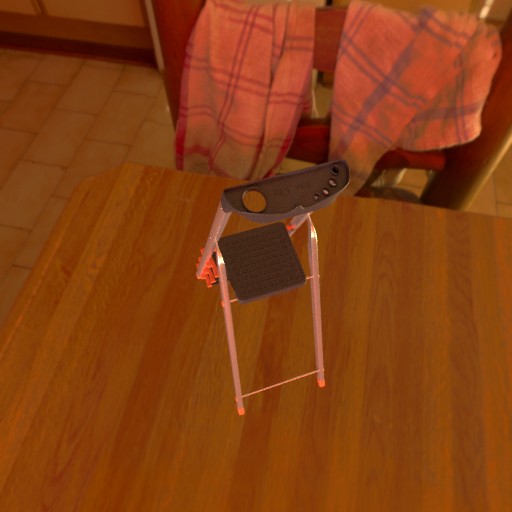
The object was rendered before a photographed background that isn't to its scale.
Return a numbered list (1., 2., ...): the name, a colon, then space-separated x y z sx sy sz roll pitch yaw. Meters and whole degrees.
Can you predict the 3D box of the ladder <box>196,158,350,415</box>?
1. ladder: 0.000 0.000 1.783 0.452 1.429 0.834 -16 60 -10
